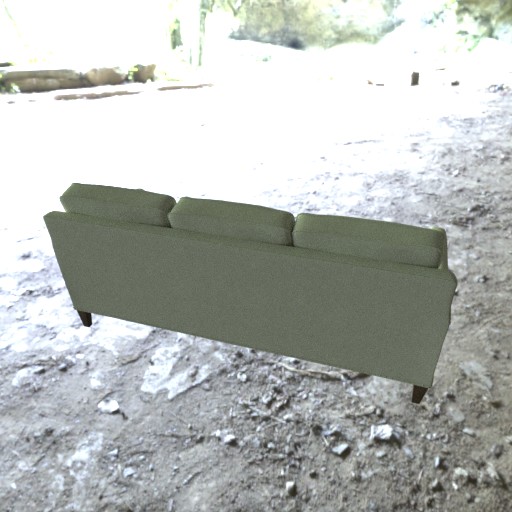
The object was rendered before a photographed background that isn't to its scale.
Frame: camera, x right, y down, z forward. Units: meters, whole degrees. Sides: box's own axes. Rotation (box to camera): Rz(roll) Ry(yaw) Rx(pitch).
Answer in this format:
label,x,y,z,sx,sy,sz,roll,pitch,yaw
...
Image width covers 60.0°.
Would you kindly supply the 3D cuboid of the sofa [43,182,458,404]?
label,x,y,z,sx,sy,sz,roll,pitch,yaw
sofa,0.000,0.000,2.784,2.246,1.003,1.084,9,31,16
